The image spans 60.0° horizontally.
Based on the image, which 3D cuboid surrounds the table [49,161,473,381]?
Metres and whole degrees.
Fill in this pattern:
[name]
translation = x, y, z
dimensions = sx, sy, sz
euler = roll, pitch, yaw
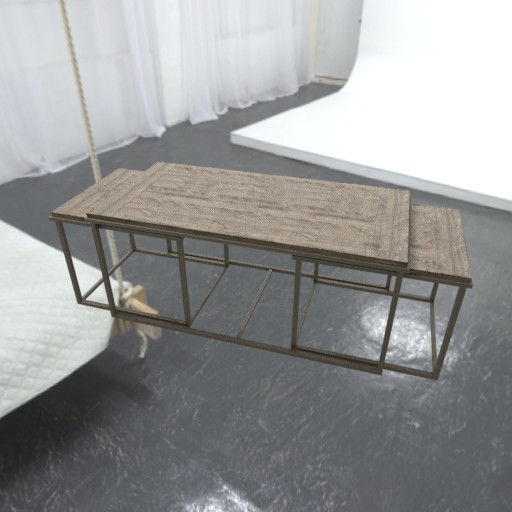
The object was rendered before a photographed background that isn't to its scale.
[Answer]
[table]
translation = 0.000, 0.000, 1.575
dimensions = 1.312, 0.427, 0.489
euler = 9, 34, 14
